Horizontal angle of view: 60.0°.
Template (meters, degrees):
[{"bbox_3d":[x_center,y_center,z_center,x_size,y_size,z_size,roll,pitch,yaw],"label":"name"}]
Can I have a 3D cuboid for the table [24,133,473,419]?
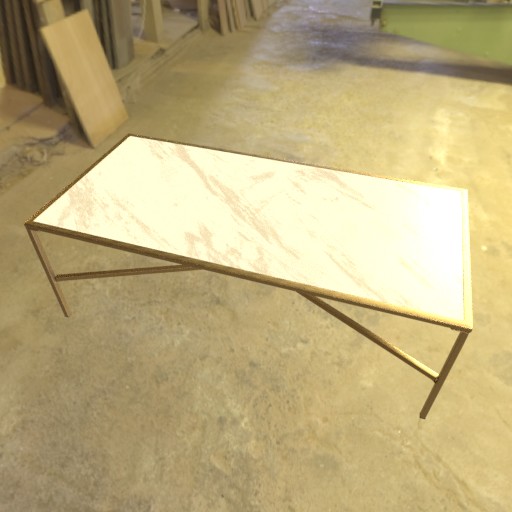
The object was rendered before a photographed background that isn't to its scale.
[{"bbox_3d":[0.000,0.000,1.452,1.197,0.405,0.577,13,44,13],"label":"table"}]
